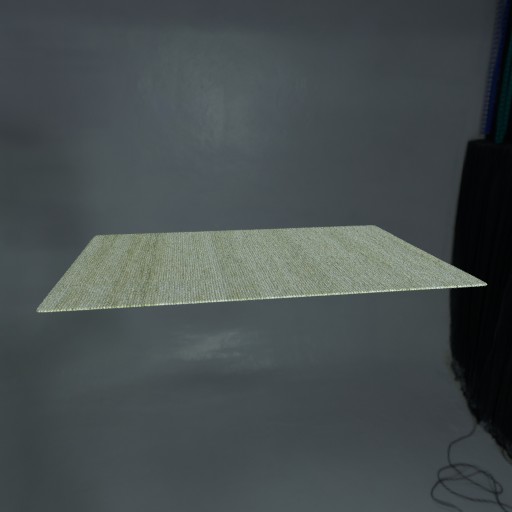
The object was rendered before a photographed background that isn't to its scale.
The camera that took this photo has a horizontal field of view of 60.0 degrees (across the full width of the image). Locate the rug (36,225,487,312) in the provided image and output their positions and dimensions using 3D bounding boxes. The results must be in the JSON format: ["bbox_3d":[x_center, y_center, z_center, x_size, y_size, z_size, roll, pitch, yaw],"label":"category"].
[{"bbox_3d":[0.000,0.000,2.228,1.758,0.010,1.143,-3,17,-9],"label":"rug"}]
